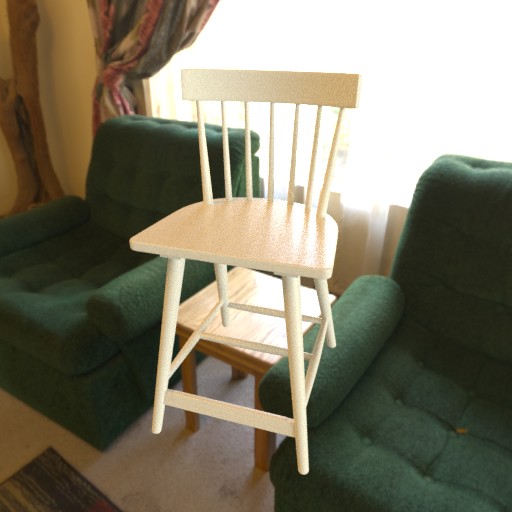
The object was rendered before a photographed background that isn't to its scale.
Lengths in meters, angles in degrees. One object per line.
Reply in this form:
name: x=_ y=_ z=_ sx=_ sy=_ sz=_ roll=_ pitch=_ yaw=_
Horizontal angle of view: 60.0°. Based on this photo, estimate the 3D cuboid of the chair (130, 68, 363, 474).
chair: x=0.000 y=0.000 z=1.249 sx=0.483 sy=0.952 sz=0.572 roll=8 pitch=28 yaw=16
